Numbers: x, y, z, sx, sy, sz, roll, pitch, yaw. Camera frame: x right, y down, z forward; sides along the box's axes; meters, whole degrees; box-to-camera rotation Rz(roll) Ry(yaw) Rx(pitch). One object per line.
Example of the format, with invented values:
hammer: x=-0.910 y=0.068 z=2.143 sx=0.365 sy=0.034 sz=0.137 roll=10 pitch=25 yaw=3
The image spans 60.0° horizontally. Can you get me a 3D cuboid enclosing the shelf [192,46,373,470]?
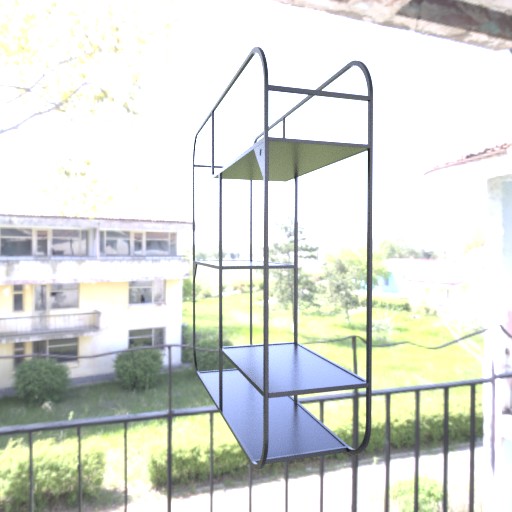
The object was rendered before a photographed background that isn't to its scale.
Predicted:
shelf: x=0.000 y=0.000 z=0.889 sx=0.160 sy=0.600 sz=0.600 roll=0 pitch=1 yaw=-17
